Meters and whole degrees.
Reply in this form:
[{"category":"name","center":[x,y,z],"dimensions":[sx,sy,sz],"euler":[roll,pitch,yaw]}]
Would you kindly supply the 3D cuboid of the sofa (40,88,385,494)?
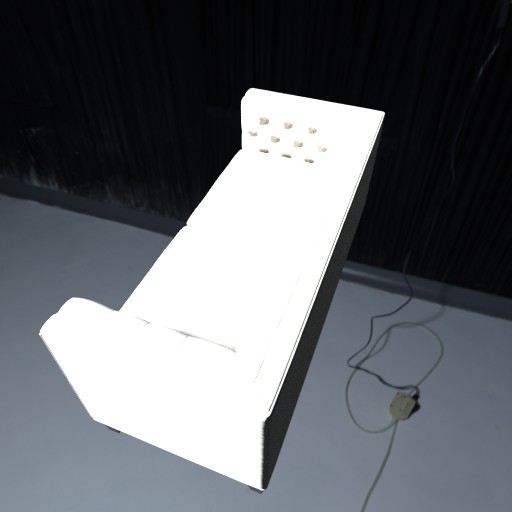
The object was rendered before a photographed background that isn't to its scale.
[{"category":"sofa","center":[0.000,0.000,2.120],"dimensions":[0.775,0.762,1.778],"euler":[16,48,15]}]
